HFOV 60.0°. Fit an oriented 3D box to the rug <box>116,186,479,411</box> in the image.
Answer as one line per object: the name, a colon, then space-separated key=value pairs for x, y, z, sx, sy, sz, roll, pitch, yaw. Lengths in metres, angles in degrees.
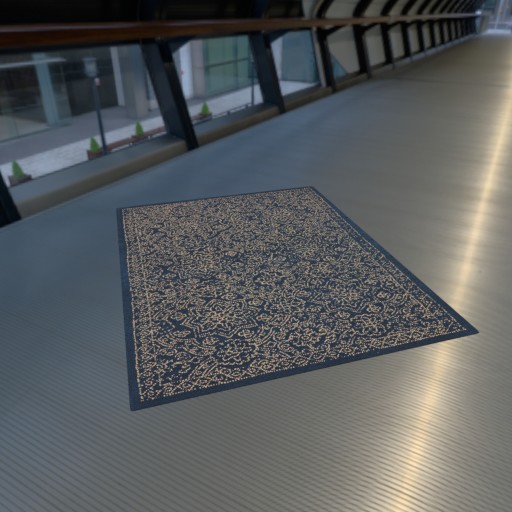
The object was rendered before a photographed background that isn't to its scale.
rug: x=0.000 y=0.000 z=4.133 sx=2.438 sy=0.010 sz=3.048 roll=-9 pitch=31 yaw=-15
